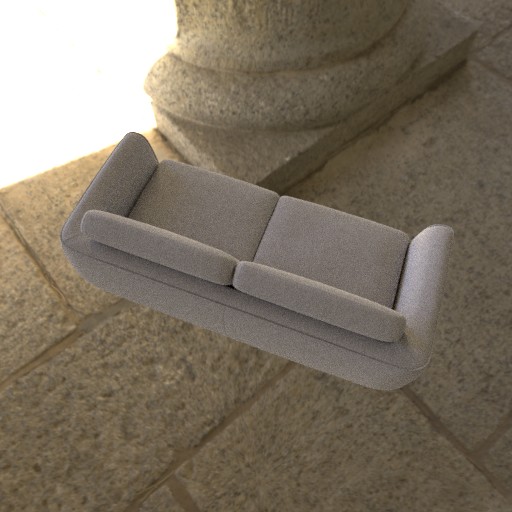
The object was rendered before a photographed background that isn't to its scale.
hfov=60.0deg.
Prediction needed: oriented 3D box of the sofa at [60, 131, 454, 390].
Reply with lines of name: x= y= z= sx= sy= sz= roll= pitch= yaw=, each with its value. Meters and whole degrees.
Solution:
sofa: x=0.000 y=0.000 z=2.521 sx=2.000 sy=0.850 sz=0.920 roll=19 pitch=65 yaw=9
